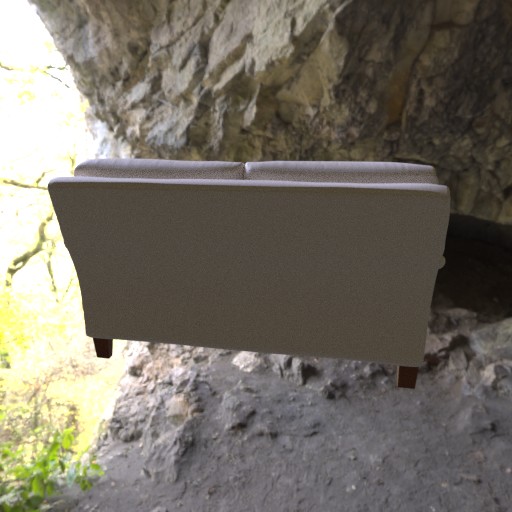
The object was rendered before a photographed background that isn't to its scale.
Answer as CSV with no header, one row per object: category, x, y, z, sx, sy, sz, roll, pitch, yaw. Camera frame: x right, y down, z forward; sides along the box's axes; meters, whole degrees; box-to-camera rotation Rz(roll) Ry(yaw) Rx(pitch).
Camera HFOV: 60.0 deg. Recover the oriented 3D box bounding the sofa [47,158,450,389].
sofa,0.000,0.000,2.514,1.853,1.101,1.084,3,16,10
